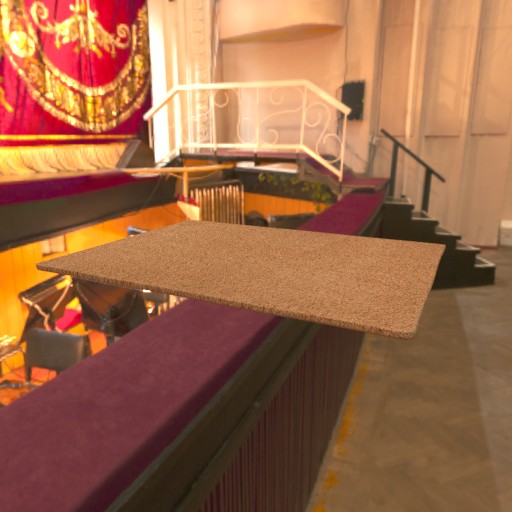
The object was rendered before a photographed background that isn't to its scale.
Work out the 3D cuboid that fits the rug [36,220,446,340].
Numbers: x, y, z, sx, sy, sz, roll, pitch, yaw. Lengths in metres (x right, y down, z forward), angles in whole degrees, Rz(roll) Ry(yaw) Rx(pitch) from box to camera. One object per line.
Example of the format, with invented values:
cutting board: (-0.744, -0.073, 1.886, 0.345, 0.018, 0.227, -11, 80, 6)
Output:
rug: (0.000, 0.000, 2.123, 1.600, 0.025, 1.199, 7, 17, 25)
